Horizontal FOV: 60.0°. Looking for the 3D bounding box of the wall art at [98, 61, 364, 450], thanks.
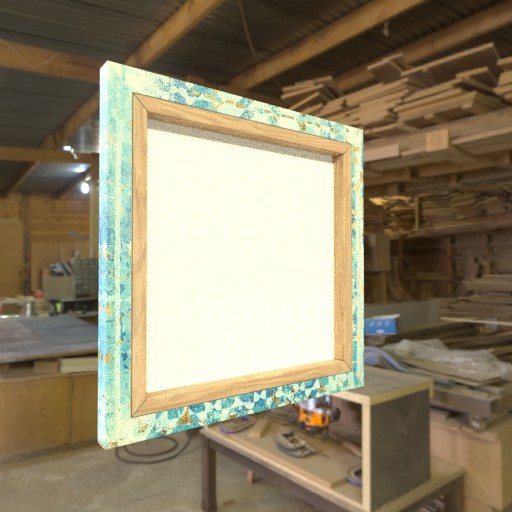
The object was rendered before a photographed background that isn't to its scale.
[{"bbox_3d":[0.000,0.000,0.888,0.609,0.609,0.040,1,-1,-36],"label":"wall art"}]
